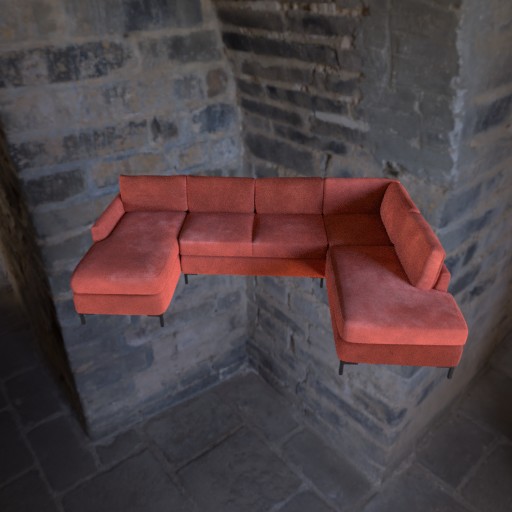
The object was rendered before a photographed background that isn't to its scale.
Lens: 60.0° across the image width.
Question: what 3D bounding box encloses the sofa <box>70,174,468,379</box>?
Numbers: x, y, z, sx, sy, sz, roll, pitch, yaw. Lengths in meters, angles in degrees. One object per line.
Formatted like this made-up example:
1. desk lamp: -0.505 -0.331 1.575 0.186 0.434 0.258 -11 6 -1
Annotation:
1. sofa: 0.000 0.000 3.855 2.971 0.858 1.981 1 31 2
